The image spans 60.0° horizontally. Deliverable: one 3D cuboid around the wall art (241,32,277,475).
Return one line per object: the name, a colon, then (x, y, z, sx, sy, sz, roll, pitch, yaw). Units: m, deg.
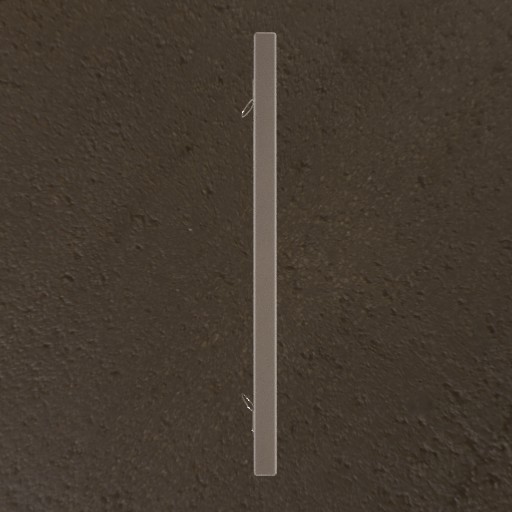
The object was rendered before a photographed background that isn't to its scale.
wall art: (0.000, 0.000, 1.125, 0.065, 0.747, 0.755, 0, 89, 0)
